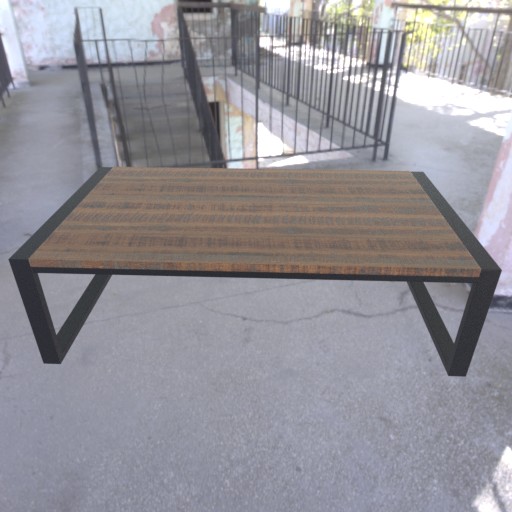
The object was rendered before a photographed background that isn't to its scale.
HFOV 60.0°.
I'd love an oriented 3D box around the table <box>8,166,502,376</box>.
[{"bbox_3d":[0.000,0.000,1.633,1.350,0.400,0.750,1,31,2],"label":"table"}]
